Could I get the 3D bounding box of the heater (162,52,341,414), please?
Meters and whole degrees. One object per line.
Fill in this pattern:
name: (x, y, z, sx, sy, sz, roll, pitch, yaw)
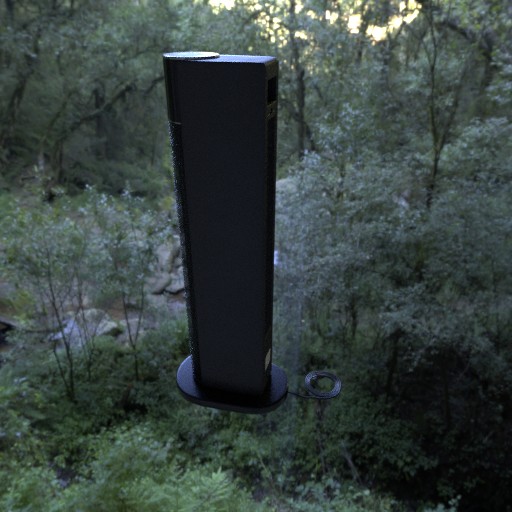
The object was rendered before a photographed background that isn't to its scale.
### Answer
heater: (0.000, 0.000, 1.036, 0.458, 0.856, 0.214, 8, 30, 14)
